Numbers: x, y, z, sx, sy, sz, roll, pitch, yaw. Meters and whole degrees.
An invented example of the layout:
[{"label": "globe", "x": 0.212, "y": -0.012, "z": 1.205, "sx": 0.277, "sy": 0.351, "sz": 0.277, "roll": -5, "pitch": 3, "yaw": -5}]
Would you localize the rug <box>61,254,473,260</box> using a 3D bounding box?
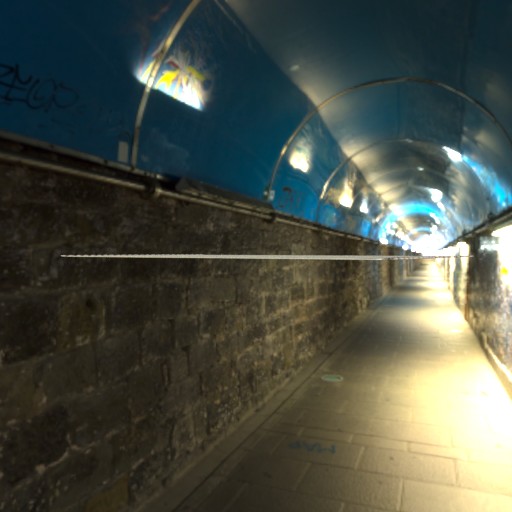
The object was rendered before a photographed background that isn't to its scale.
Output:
[{"label": "rug", "x": 0.000, "y": 0.000, "z": 2.571, "sx": 2.096, "sy": 0.011, "sz": 1.229, "roll": 0, "pitch": 1, "yaw": 37}]
